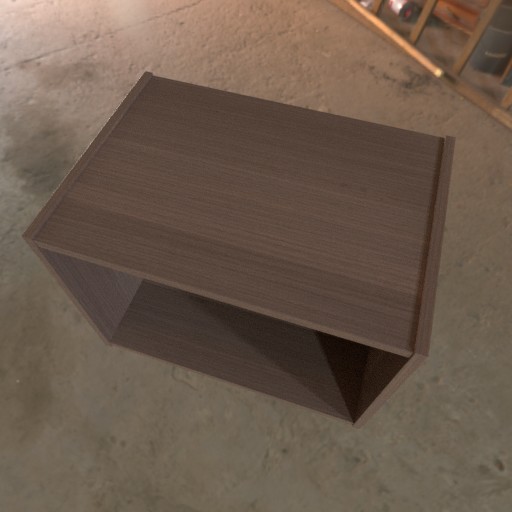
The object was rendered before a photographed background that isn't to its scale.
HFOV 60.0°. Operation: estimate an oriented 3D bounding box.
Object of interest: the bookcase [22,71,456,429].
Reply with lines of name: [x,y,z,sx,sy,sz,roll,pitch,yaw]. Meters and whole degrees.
bookcase: [0.000,0.000,0.625,0.415,0.305,0.290,16,59,10]
